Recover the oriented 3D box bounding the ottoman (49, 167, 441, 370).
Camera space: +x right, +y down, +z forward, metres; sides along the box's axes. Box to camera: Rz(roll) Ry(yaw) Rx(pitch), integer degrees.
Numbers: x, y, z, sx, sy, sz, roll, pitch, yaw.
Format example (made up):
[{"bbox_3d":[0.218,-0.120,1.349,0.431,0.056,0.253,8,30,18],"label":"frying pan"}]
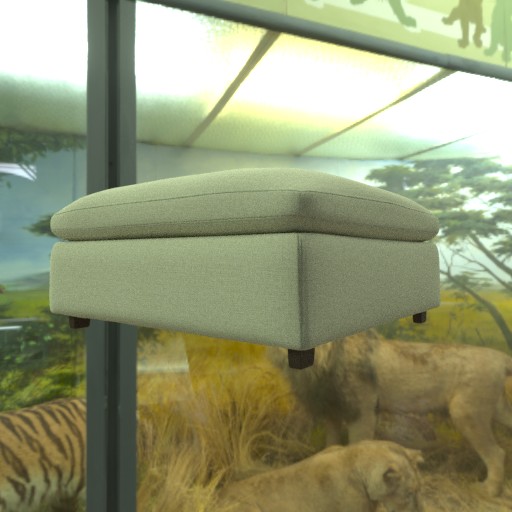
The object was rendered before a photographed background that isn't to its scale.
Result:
[{"bbox_3d":[0.000,0.000,1.500,0.977,0.467,0.996,0,0,37],"label":"ottoman"}]
